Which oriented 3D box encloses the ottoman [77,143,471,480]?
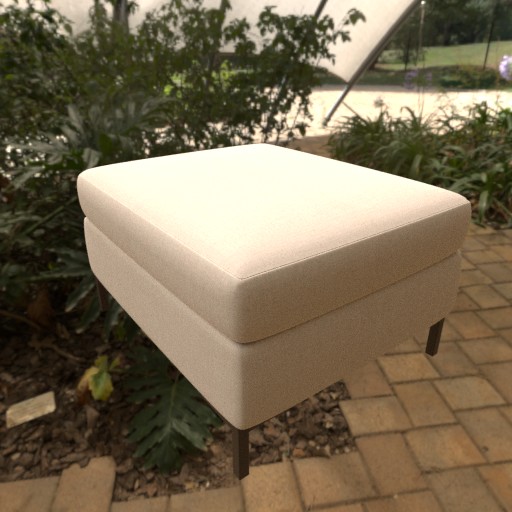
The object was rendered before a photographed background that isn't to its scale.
[{"bbox_3d":[0.000,0.000,1.148,0.657,0.453,0.794,-18,30,-33],"label":"ottoman"}]
